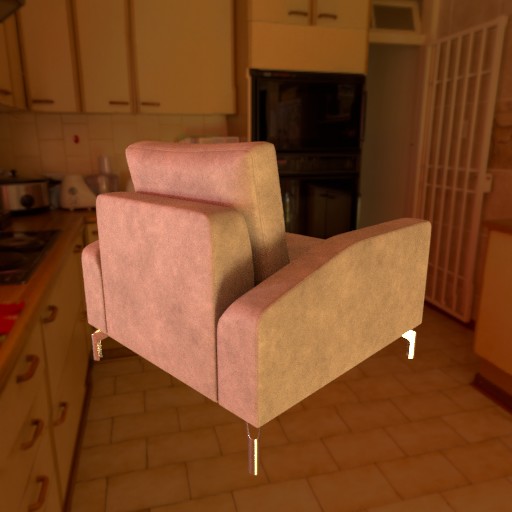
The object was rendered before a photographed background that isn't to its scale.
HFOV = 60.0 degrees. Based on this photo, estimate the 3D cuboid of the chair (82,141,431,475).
[{"bbox_3d":[0.000,0.000,1.591,0.900,0.800,0.900,14,20,43],"label":"chair"}]
